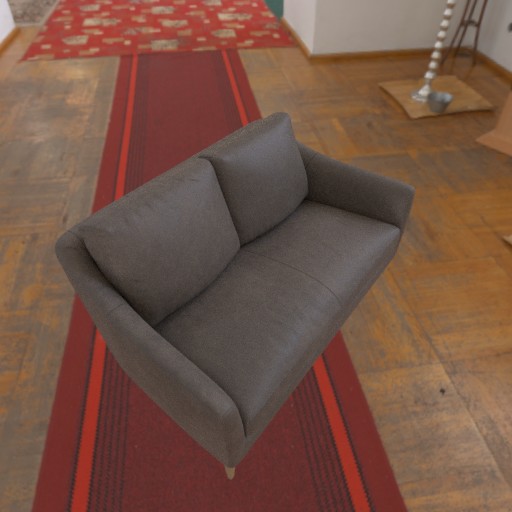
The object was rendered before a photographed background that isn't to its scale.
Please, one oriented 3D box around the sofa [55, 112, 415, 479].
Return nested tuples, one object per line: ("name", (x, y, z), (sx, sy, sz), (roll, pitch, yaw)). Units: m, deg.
("sofa", (0.000, 0.000, 2.151), (0.960, 0.902, 1.619), (26, 47, 26))
